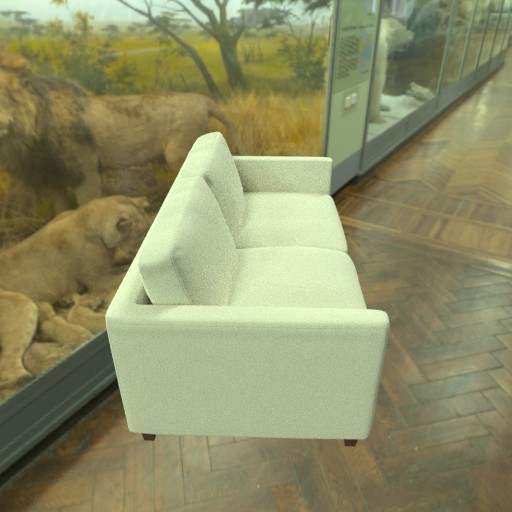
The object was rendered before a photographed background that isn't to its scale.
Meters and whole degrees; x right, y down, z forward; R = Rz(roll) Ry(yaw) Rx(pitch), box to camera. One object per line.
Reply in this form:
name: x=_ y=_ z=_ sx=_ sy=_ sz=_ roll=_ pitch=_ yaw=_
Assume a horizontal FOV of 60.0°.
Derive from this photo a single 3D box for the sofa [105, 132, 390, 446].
sofa: x=0.000 y=0.000 z=2.256 sx=0.964 sy=0.888 sz=1.702 roll=1 pitch=31 yaw=2
